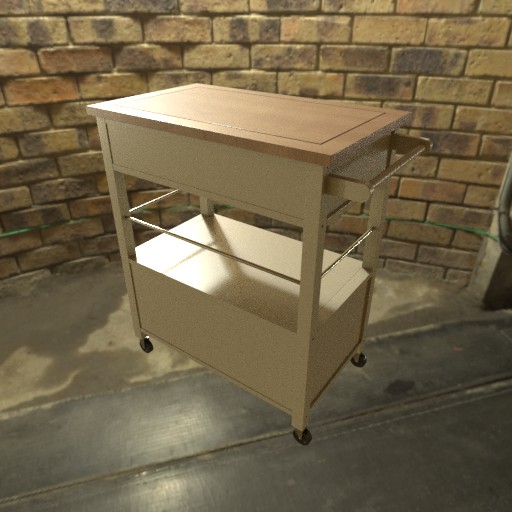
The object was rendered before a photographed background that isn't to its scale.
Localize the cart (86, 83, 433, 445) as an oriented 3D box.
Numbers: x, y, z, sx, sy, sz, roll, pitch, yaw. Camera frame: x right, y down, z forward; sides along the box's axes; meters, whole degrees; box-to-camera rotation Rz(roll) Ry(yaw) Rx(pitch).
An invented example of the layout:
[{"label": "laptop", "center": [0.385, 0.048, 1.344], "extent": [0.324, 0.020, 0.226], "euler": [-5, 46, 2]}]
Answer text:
[{"label": "cart", "center": [0.000, 0.000, 1.411], "extent": [0.840, 0.901, 0.459], "euler": [20, 36, 30]}]
